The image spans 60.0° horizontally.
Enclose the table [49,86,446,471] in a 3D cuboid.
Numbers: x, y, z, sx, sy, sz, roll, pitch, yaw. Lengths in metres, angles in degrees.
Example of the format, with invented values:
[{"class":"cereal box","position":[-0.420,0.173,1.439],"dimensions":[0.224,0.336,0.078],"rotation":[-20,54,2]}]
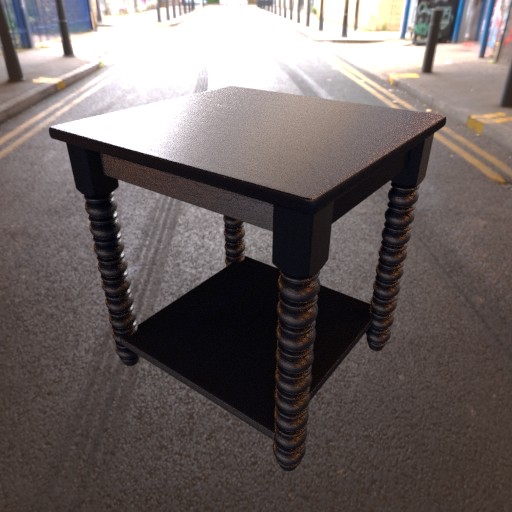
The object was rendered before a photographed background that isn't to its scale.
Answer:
[{"class":"table","position":[0.000,0.000,0.944],"dimensions":[0.533,0.567,0.500],"rotation":[21,36,31]}]
